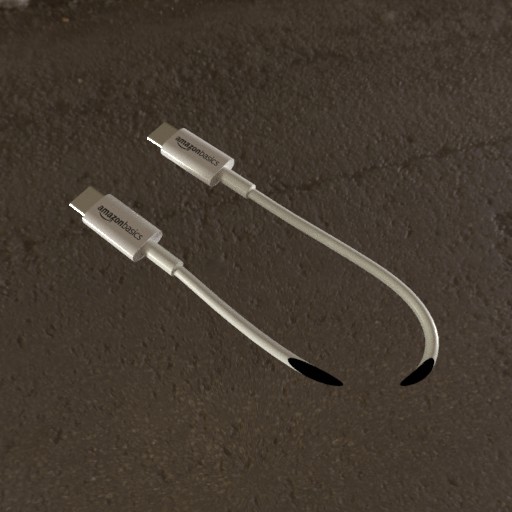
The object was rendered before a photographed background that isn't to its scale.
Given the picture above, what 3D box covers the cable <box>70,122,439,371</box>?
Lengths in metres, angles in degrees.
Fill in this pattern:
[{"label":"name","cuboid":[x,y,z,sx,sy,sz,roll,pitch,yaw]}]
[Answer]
[{"label":"cable","cuboid":[0.000,0.000,0.113,0.098,0.005,0.041,35,68,16]}]
